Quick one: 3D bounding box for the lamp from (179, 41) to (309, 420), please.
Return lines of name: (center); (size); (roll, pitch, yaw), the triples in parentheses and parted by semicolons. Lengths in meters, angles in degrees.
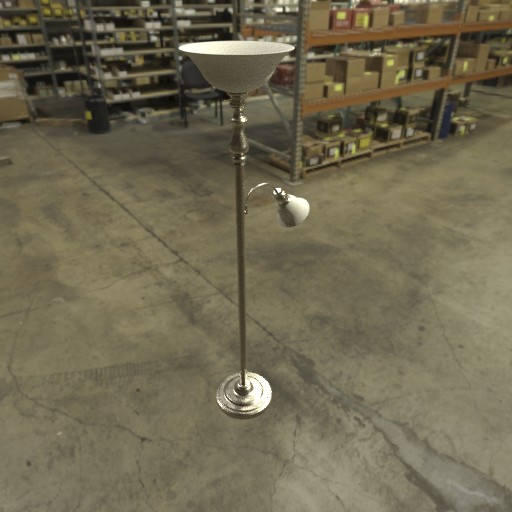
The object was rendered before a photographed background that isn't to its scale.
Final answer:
lamp: (0.000, 0.000, 2.068); (0.575, 1.785, 0.405); (-22, 37, -31)
